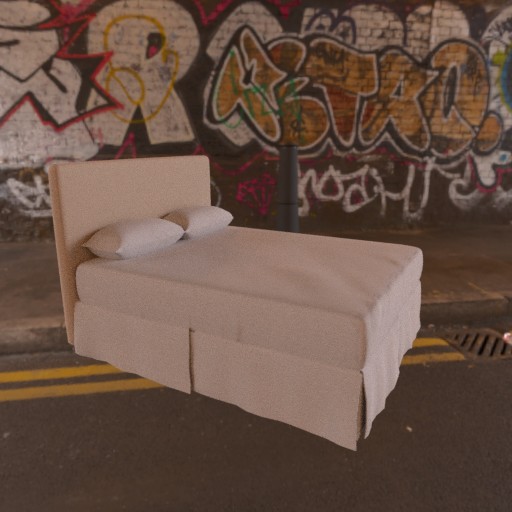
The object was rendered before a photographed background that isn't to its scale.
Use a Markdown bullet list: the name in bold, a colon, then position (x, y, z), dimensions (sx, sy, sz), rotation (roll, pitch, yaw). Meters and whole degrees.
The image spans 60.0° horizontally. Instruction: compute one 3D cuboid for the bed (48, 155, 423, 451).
- **bed**: position (0.000, 0.000, 3.177), dimensions (2.142, 1.330, 1.748), rotation (8, 17, 28)
